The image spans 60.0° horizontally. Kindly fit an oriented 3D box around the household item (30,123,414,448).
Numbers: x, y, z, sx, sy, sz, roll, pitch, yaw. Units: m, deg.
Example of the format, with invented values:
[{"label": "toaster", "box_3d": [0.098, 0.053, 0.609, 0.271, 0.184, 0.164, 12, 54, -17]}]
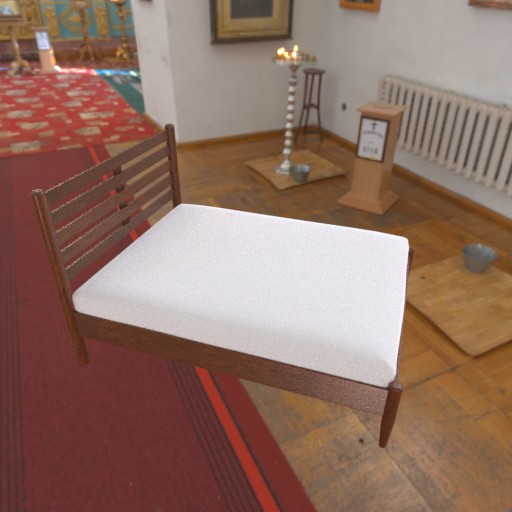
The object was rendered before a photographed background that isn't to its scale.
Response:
[{"label": "household item", "box_3d": [0.000, 0.000, 3.265, 2.232, 1.356, 1.663, 10, 32, 16]}]
